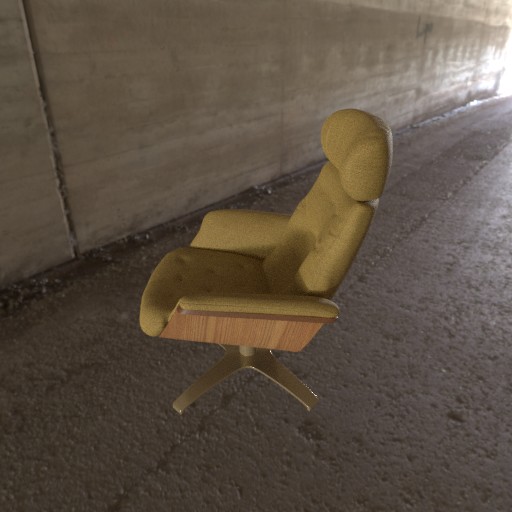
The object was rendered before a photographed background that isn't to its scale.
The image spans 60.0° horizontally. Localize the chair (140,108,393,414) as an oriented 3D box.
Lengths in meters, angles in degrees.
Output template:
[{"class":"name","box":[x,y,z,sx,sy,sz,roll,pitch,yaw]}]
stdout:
[{"class":"chair","box":[0.000,0.000,1.621,0.837,0.995,0.785,0,27,0]}]
